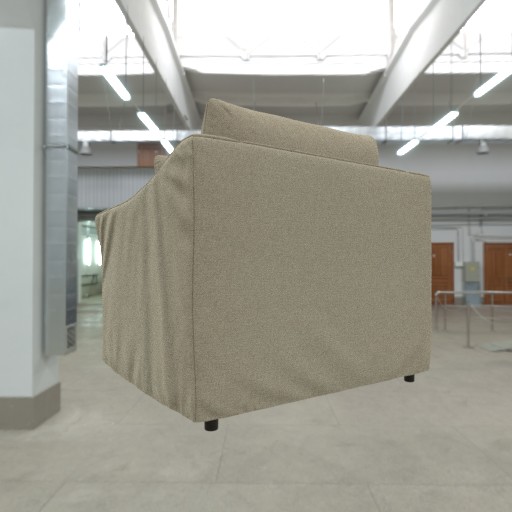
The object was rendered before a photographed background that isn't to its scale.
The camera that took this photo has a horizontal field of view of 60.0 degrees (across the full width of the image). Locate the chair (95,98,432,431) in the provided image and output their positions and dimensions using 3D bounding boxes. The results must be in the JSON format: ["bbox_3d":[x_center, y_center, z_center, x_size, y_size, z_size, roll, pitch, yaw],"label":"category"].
[{"bbox_3d":[0.000,0.000,2.044,1.194,1.093,1.071,0,-1,-34],"label":"chair"}]
